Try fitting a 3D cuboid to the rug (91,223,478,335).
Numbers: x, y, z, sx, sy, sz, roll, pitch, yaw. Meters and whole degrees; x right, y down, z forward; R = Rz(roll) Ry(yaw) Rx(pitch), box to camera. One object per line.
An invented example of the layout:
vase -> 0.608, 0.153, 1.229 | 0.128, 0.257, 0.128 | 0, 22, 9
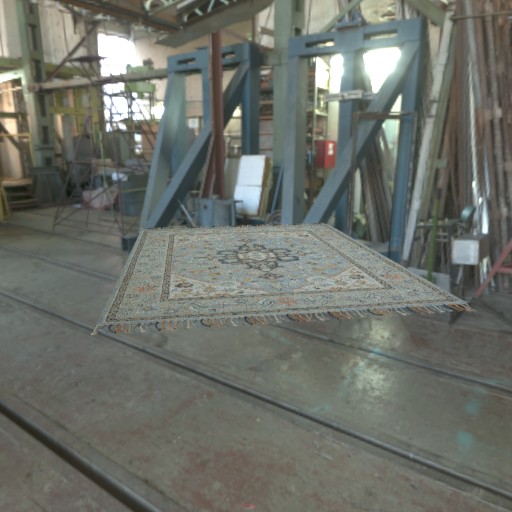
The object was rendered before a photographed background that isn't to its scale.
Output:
rug -> 0.000, 0.000, 4.178 | 2.379, 0.011, 3.221 | -2, 15, -9
